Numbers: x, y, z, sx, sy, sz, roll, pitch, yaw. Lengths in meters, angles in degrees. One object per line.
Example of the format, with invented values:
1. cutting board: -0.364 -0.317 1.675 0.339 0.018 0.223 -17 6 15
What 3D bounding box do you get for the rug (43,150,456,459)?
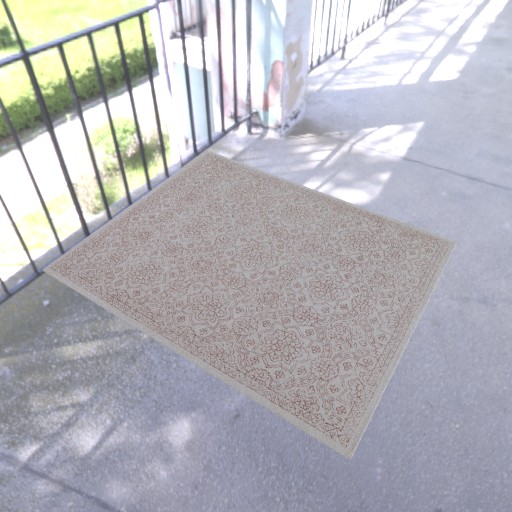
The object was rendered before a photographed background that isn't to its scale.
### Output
1. rug: 0.000 0.000 4.161 3.050 0.015 2.441 25 50 23
